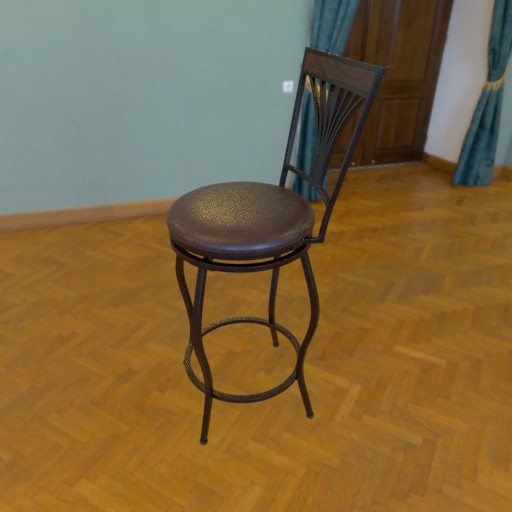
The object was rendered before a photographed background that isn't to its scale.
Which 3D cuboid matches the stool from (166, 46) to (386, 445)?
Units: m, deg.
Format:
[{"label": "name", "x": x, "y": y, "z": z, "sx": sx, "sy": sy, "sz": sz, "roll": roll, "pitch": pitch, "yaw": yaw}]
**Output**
[{"label": "stool", "x": 0.000, "y": 0.000, "z": 1.360, "sx": 0.514, "sy": 1.117, "sz": 0.433, "roll": -8, "pitch": 32, "yaw": -14}]
